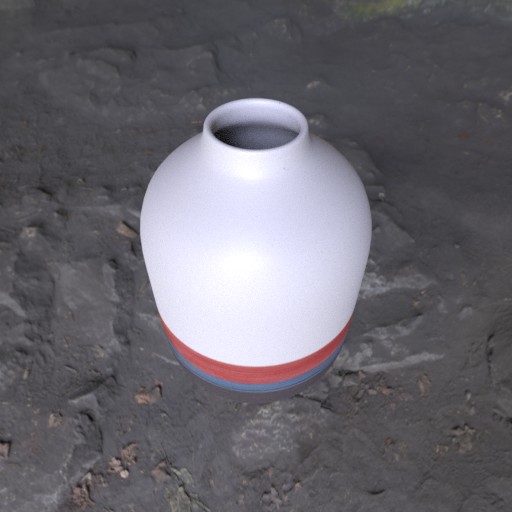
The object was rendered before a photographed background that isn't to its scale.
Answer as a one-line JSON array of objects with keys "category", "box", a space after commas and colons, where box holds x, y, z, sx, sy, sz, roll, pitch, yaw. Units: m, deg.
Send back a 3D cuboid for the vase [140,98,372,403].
[{"category": "vase", "box": [0.000, 0.000, 0.355, 0.169, 0.237, 0.169, 0, 47, 0]}]
